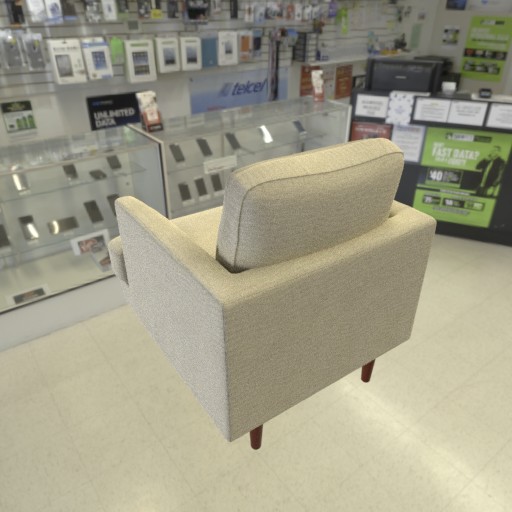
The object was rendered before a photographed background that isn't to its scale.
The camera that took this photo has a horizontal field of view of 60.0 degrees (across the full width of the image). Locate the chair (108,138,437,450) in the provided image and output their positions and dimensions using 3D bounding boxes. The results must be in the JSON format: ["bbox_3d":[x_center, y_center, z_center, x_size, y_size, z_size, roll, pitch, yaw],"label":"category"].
[{"bbox_3d":[0.000,0.000,1.655,0.858,0.957,0.899,-19,36,-29],"label":"chair"}]
